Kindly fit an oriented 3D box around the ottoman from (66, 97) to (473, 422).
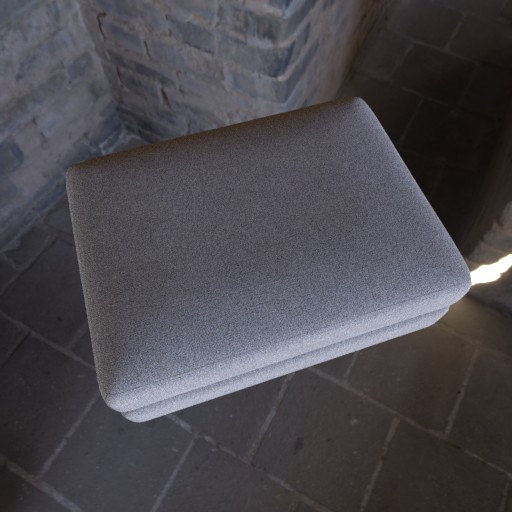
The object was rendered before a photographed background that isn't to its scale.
[{"bbox_3d":[0.000,0.000,1.178,0.821,0.441,0.611,-16,64,-8],"label":"ottoman"}]
